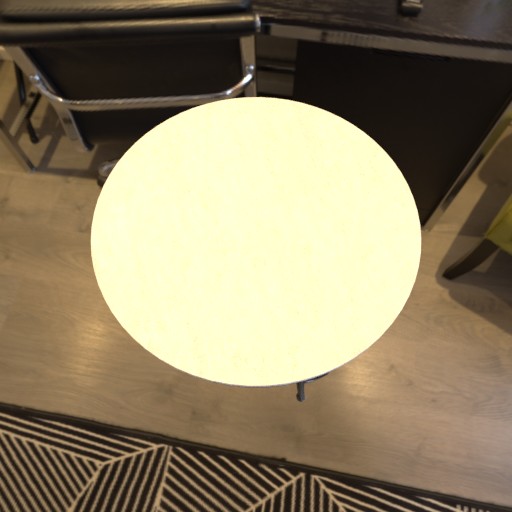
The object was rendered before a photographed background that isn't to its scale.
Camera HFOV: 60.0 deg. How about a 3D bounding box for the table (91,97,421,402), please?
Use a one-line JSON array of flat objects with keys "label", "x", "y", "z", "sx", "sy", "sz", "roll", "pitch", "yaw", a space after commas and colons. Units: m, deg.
[{"label": "table", "x": 0.000, "y": 0.000, "z": 1.419, "sx": 0.889, "sy": 0.470, "sz": 0.889, "roll": 0, "pitch": 64, "yaw": 0}]
